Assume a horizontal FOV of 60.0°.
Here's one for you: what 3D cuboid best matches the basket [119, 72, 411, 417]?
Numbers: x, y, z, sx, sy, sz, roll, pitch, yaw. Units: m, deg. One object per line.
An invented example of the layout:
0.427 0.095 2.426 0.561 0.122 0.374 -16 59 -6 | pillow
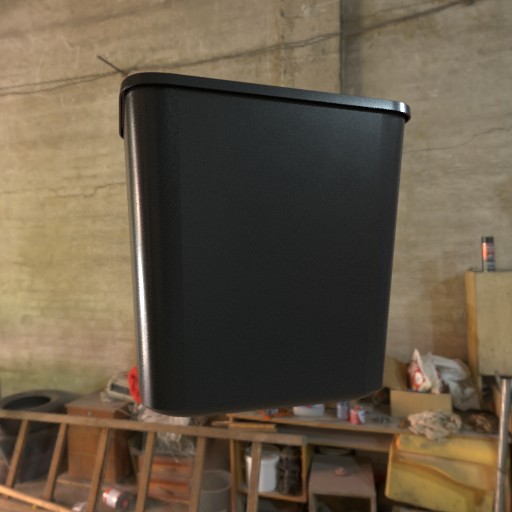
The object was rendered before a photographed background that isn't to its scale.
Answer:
0.000 0.000 0.505 0.300 0.307 0.211 0 -1 -17 | basket
